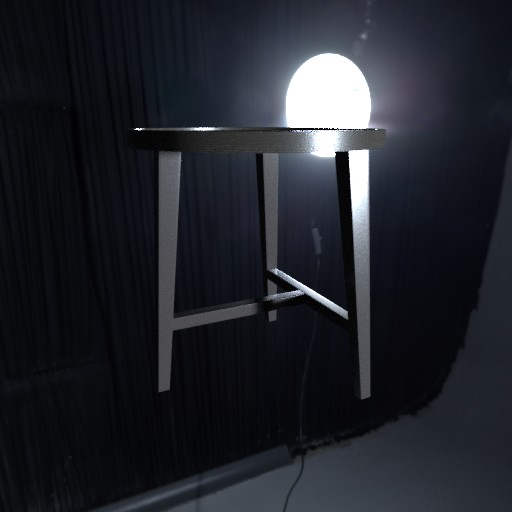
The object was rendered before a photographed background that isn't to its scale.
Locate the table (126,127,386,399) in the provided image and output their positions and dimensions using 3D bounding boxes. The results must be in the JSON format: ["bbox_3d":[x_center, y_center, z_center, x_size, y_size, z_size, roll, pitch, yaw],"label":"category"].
[{"bbox_3d":[0.000,0.000,0.961,0.500,0.531,0.500,0,17,0],"label":"table"}]
